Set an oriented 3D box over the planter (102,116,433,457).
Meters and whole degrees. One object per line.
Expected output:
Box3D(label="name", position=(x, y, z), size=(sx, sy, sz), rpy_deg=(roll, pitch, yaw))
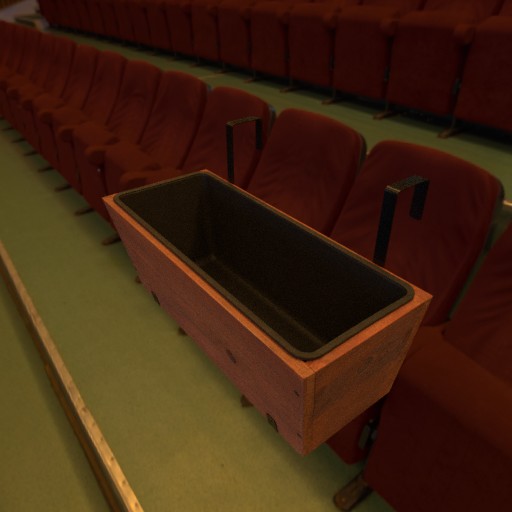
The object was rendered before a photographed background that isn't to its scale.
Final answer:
Box3D(label="planter", position=(0.000, 0.000, 0.649), size=(0.262, 0.289, 0.480), rpy_deg=(-23, 39, -31))
